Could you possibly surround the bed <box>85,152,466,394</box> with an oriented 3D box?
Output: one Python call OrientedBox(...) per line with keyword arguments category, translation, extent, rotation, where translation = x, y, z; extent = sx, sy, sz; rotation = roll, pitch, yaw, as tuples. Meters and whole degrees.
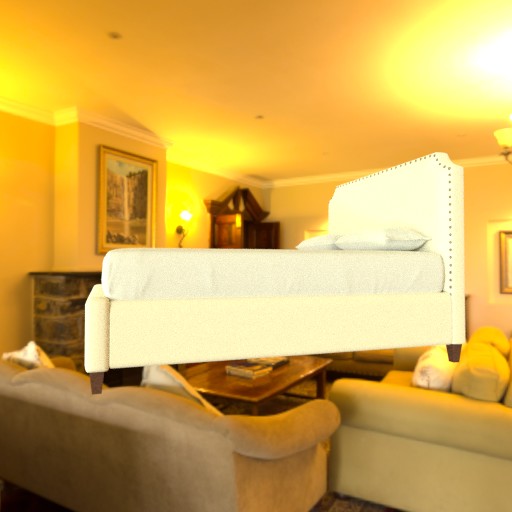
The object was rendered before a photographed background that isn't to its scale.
OrientedBox(category="bed", translation=(0.000, 0.000, 3.333), extent=(2.329, 1.415, 1.703), rotation=(0, -1, -19))
